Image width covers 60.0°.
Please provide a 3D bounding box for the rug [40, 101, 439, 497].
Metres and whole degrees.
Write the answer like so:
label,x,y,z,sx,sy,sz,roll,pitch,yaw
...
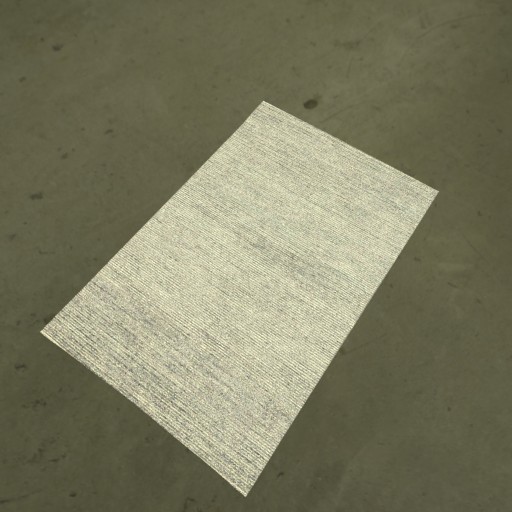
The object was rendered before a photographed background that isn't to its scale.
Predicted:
label,x,y,z,sx,sy,sz,roll,pitch,yaw
rug,0.000,0.000,2.206,1.159,0.021,1.789,32,67,15
